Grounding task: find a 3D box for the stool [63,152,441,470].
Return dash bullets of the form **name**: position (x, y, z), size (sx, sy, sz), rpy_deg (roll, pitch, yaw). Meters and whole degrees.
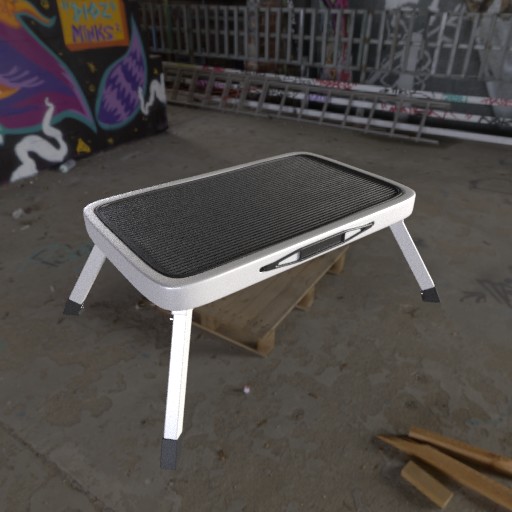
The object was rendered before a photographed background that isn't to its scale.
- **stool**: position (0.000, 0.000, 0.604), size (0.460, 0.170, 0.320), rpy_deg (-21, 37, -32)
